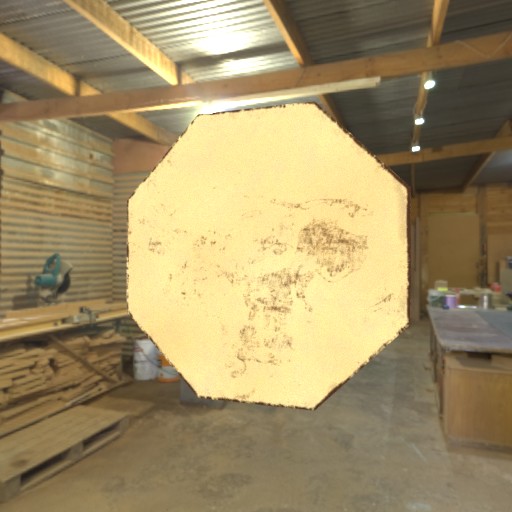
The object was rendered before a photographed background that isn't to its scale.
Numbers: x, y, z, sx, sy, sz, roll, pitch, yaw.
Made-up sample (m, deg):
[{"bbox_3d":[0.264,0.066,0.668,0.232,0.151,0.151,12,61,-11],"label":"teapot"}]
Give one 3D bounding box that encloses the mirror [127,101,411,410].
[{"bbox_3d":[0.000,0.000,0.983,0.648,0.648,0.031,0,0,18],"label":"mirror"}]
